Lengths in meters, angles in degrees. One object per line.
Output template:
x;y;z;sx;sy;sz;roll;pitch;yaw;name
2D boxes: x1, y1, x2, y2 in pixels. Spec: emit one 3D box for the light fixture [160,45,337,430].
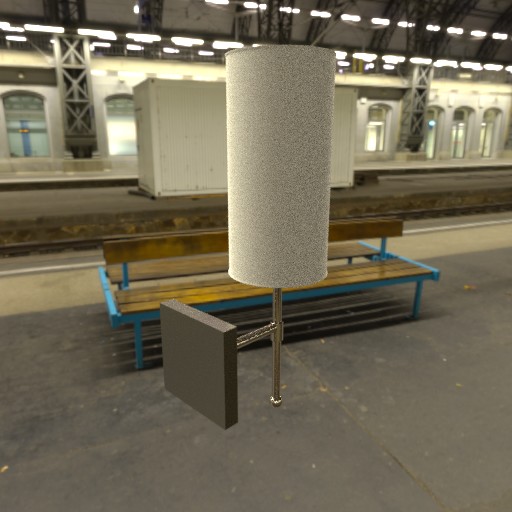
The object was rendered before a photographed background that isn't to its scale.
0.000;0.000;0.543;0.128;0.462;0.208;15;21;43;light fixture
